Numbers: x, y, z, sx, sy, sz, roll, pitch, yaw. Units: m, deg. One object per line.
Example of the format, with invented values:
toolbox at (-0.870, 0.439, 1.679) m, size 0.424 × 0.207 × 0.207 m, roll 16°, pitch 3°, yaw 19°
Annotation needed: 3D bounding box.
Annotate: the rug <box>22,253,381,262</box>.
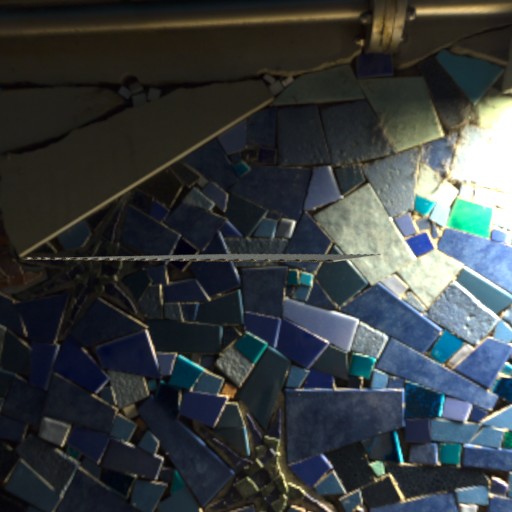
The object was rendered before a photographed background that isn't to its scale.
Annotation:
rug at (0.000, 0.000, 2.519) m, size 1.229 × 0.011 × 2.096 m, roll 0°, pitch 1°, yaw 20°
